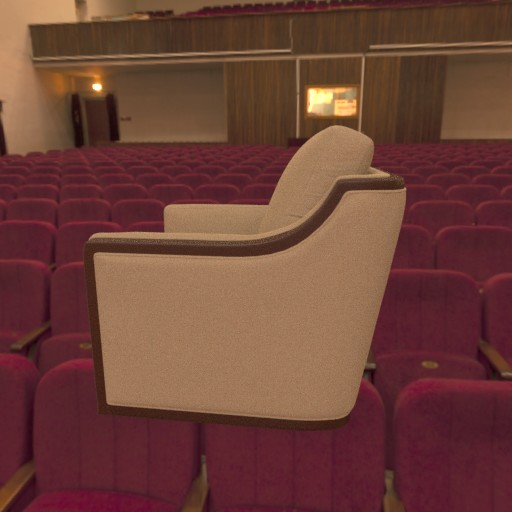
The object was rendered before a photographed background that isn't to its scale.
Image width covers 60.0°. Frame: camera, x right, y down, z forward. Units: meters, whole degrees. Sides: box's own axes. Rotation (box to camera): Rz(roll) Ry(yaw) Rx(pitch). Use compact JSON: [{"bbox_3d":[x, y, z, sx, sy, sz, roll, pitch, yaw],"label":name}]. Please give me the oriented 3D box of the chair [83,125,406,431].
[{"bbox_3d":[0.000,0.000,1.682,0.950,0.930,0.870,2,14,8],"label":"chair"}]
